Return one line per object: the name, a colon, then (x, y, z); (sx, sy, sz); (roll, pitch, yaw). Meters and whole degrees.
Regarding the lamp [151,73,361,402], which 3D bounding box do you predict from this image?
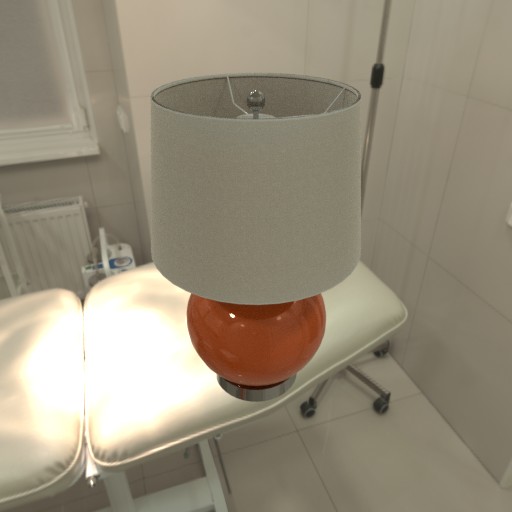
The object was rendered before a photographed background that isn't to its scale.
lamp: (0.000, 0.000, 0.543); (0.247, 0.387, 0.247); (0, 32, 0)
